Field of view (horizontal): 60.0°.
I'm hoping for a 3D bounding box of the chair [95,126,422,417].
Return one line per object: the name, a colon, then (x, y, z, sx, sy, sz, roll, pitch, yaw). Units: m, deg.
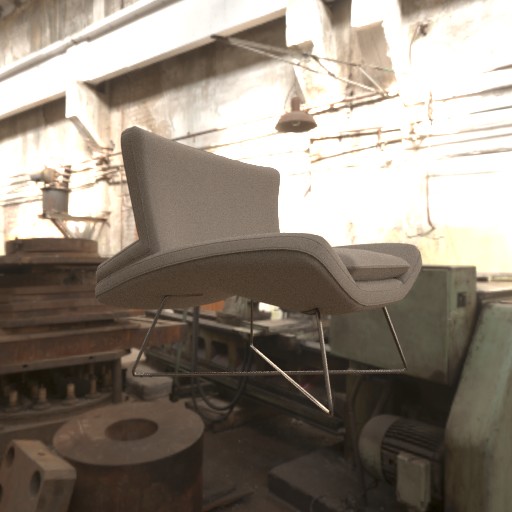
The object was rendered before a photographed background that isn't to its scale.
chair: (0.000, 0.000, 1.661, 1.008, 0.855, 0.859, -1, -1, 37)
